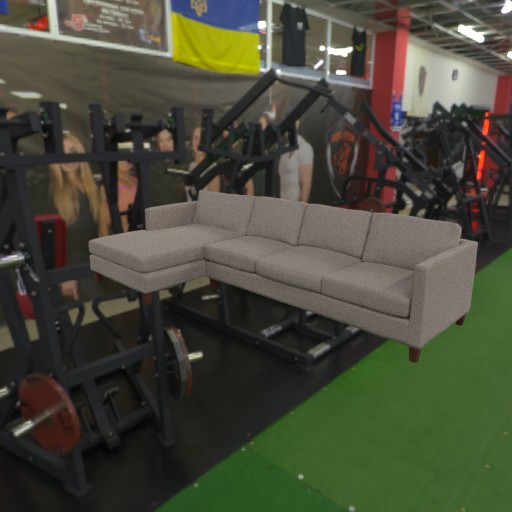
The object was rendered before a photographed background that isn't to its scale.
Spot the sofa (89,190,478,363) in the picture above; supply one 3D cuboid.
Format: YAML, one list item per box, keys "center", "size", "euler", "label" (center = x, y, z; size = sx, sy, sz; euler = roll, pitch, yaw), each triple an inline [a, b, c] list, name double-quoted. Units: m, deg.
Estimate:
- center: [0.000, 0.000, 3.945]
  size: [3.186, 0.846, 1.625]
  euler: [15, 21, 42]
  label: "sofa"
